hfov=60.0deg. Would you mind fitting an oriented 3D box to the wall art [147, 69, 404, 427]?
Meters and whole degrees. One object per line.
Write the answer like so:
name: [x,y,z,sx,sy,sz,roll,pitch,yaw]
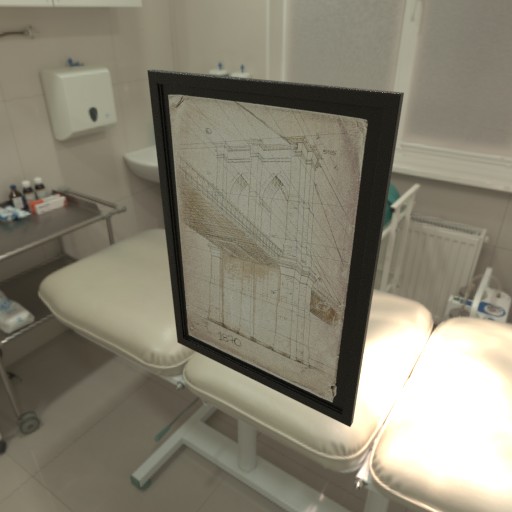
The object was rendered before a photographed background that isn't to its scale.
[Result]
wall art: [0.000,0.000,0.881,0.480,0.657,0.016,18,34,29]
